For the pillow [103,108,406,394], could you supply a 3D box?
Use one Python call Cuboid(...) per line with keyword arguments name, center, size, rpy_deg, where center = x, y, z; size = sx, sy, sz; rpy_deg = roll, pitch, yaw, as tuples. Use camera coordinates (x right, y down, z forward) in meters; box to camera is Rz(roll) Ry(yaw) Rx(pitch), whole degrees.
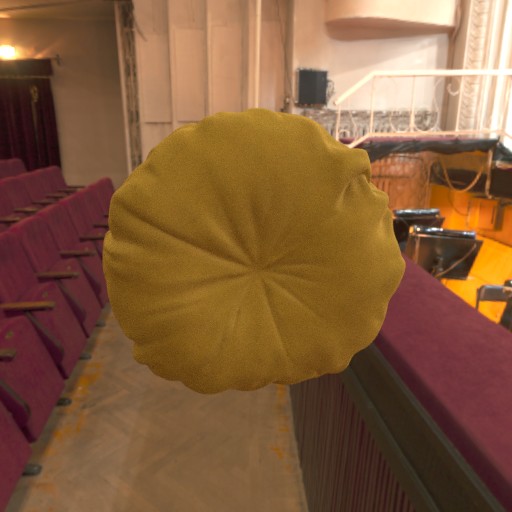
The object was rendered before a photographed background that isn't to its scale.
Cuboid(name="pillow", center=(0.000, 0.000, 0.643), size=(0.428, 0.407, 0.148), rpy_deg=(-2, 16, -7))
